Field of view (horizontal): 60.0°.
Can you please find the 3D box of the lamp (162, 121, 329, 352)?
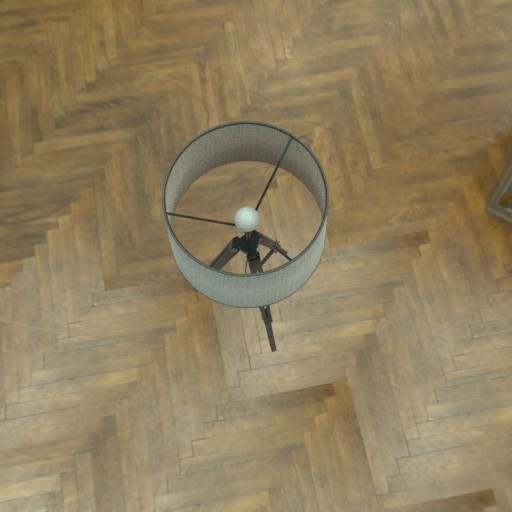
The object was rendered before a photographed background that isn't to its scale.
[{"bbox_3d":[0.000,0.000,1.860,0.604,1.510,0.587,36,78,9],"label":"lamp"}]
